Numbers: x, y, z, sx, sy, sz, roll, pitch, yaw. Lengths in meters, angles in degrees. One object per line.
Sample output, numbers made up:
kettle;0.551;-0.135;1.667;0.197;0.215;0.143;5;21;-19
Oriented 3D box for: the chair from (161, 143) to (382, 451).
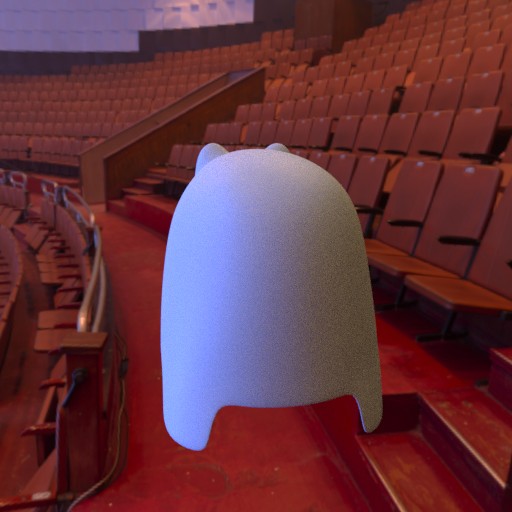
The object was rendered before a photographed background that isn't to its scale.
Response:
chair;0.000;0.000;0.856;0.364;0.423;0.619;-2;14;-9
